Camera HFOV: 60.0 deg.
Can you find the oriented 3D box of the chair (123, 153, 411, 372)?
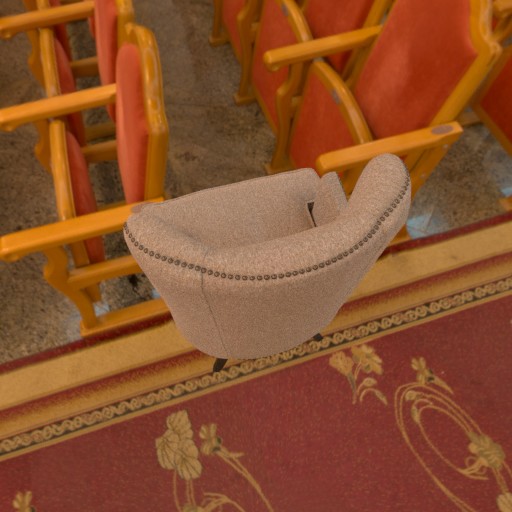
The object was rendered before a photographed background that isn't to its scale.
[{"bbox_3d":[0.000,0.000,1.607,0.759,1.060,0.758,-15,60,-9],"label":"chair"}]
